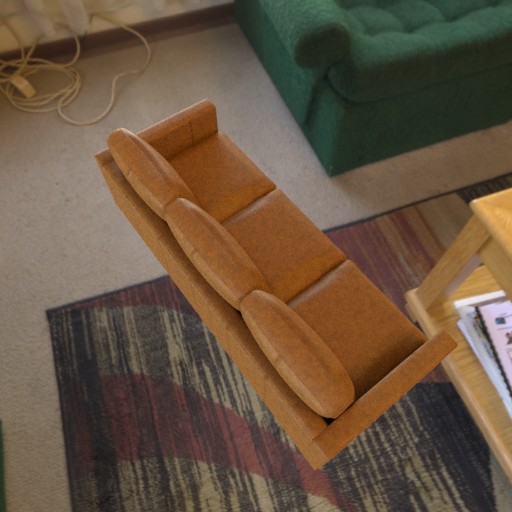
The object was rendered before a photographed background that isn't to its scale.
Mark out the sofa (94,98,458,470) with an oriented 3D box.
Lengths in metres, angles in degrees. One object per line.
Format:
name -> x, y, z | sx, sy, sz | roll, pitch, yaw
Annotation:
sofa -> 0.000, 0.000, 2.698 | 0.903, 0.930, 2.231 | -33, 65, -17
